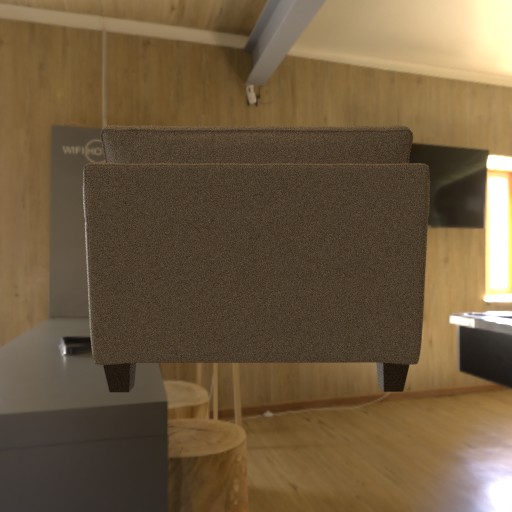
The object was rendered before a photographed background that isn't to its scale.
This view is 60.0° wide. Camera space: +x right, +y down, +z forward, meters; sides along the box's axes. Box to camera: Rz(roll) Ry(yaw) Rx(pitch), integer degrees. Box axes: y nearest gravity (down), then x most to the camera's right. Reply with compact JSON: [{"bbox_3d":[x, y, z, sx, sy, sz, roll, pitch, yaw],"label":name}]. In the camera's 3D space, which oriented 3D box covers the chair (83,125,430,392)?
[{"bbox_3d":[0.000,0.000,2.015,1.220,1.016,1.040,0,-1,0],"label":"chair"}]
